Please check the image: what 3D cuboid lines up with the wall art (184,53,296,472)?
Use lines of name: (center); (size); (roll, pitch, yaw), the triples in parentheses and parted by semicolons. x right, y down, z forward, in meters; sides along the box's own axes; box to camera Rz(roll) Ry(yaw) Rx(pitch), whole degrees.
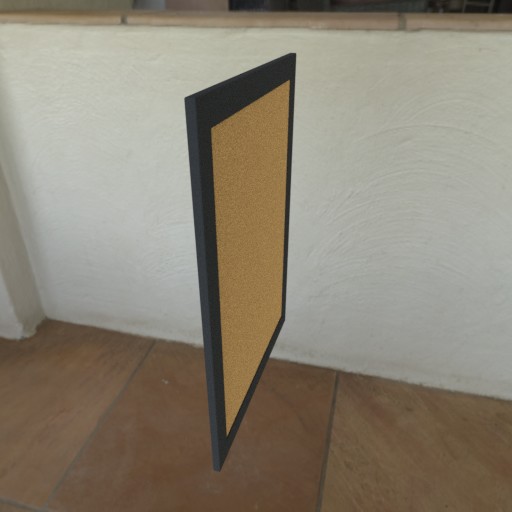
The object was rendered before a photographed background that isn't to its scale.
wall art: (0.000, 0.000, 0.674); (0.012, 0.529, 0.374); (9, 32, 15)
